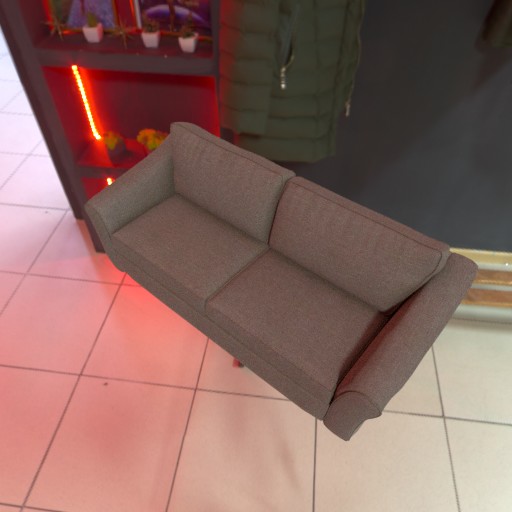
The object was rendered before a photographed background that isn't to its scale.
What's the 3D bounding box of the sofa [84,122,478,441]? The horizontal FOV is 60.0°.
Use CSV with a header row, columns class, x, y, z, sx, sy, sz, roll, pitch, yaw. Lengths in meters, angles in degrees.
class,x,y,z,sx,sy,sz,roll,pitch,yaw
sofa,0.000,0.000,2.765,2.270,0.906,0.986,31,54,26
